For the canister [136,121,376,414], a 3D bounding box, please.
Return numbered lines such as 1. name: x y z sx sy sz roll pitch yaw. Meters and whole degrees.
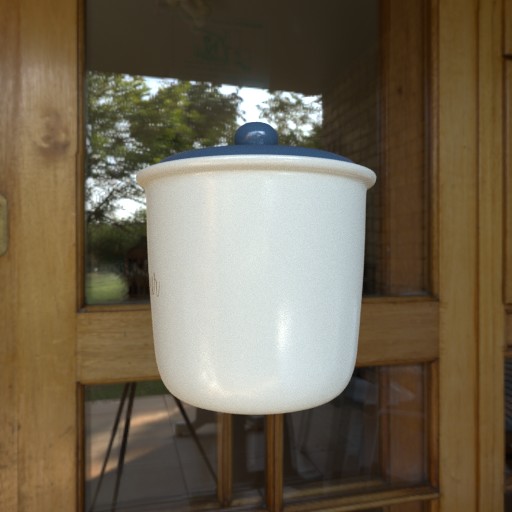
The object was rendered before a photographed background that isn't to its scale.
1. canister: 0.000 0.000 0.347 0.182 0.208 0.182 0 0 0
